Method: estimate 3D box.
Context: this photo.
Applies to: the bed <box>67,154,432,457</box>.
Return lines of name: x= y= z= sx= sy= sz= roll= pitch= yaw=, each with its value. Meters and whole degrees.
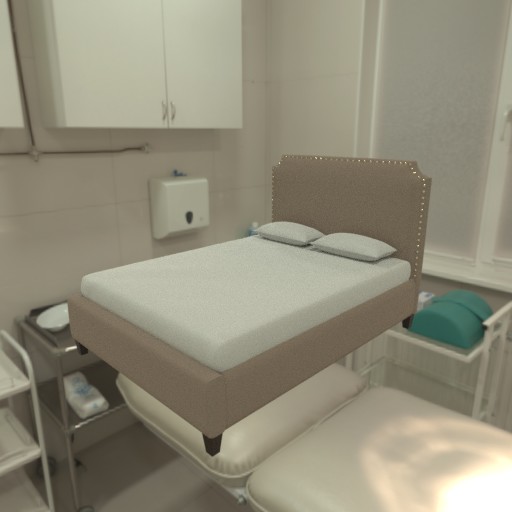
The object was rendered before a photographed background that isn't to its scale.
bed: x=0.000 y=0.000 z=3.504 sx=1.713 sy=1.443 sz=2.372 roll=15 pitch=22 yaw=43
